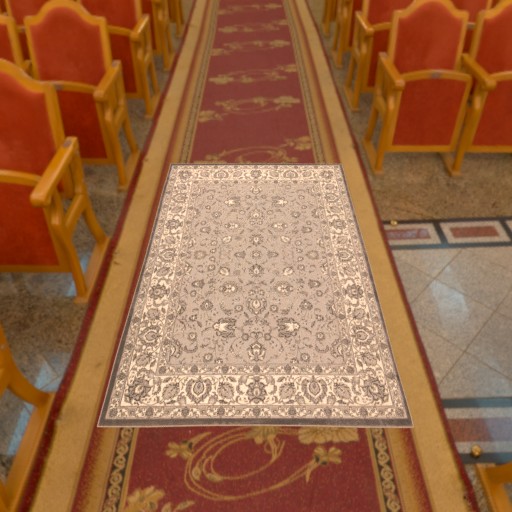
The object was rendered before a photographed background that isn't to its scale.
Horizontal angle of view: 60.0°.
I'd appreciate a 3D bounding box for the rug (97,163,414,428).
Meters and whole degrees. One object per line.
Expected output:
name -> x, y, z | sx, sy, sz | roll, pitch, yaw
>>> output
rug -> 0.000, 0.000, 3.019 | 1.524, 0.011, 2.438 | 0, 42, 0
